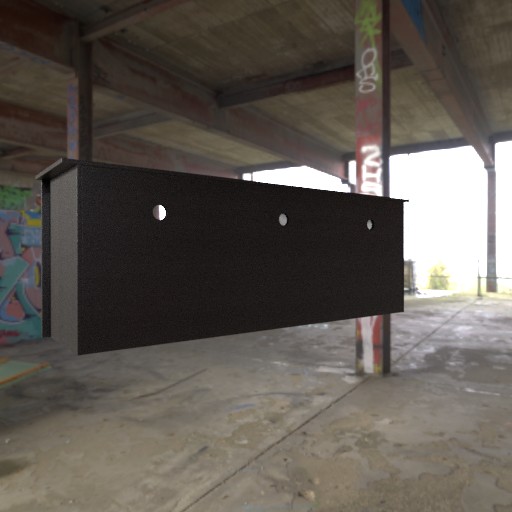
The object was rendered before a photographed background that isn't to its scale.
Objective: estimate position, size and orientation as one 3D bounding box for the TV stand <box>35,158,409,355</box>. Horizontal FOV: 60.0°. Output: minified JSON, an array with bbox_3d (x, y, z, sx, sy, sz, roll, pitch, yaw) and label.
[{"bbox_3d":[0.000,0.000,2.046,1.778,0.610,0.406,0,1,-37],"label":"TV stand"}]
